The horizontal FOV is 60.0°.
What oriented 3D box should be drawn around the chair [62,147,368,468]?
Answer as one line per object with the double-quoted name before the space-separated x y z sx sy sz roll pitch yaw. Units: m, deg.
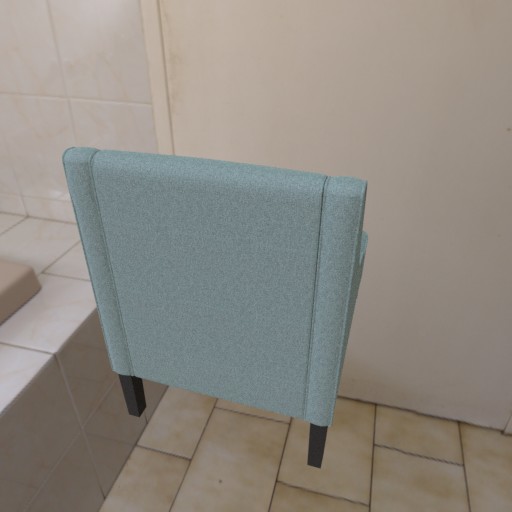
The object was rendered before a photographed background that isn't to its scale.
"chair" 0.000 0.000 1.842 0.857 1.133 1.025 9 33 15
